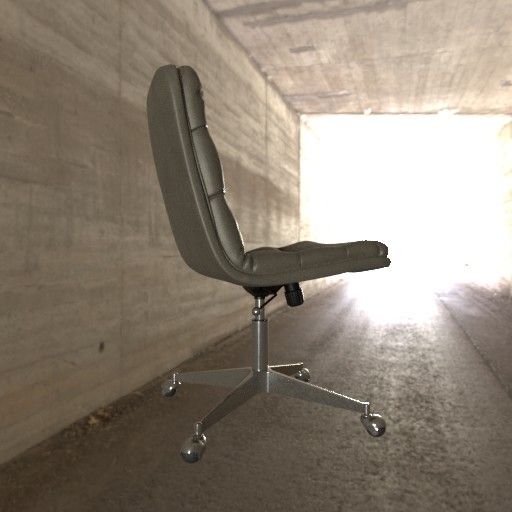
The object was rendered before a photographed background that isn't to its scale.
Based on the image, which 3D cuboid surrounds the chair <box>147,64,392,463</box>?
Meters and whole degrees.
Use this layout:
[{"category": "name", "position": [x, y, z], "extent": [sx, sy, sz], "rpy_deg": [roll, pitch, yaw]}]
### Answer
[{"category": "chair", "position": [0.000, 0.000, 1.027], "extent": [0.485, 0.738, 0.422], "rpy_deg": [0, 1, -18]}]
